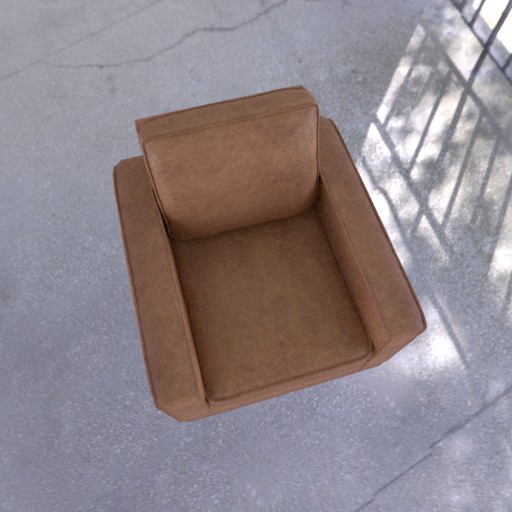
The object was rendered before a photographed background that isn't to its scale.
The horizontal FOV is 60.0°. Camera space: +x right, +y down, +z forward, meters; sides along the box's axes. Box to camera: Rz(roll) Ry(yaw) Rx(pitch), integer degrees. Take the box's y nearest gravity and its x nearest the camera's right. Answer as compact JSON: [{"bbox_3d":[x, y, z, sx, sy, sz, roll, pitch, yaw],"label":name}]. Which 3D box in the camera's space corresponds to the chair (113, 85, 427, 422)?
[{"bbox_3d":[0.000,0.000,1.754,0.987,0.901,1.027,-17,66,-8],"label":"chair"}]
